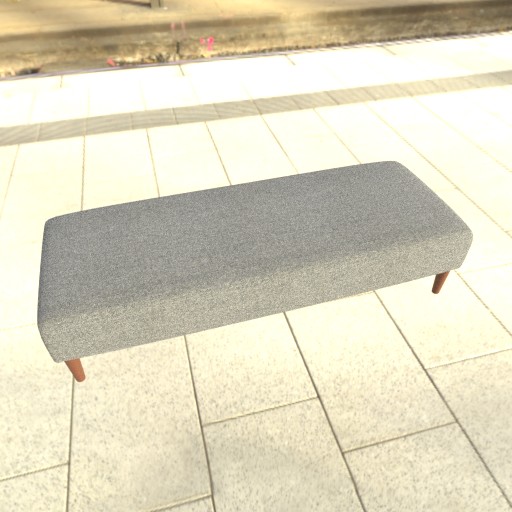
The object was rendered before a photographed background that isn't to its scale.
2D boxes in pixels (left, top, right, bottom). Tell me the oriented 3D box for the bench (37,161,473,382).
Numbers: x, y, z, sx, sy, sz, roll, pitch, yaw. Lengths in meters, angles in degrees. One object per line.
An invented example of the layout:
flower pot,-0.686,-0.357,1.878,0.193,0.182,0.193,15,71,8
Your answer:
bench,0.000,0.000,1.846,1.598,0.384,0.631,-12,43,-13
